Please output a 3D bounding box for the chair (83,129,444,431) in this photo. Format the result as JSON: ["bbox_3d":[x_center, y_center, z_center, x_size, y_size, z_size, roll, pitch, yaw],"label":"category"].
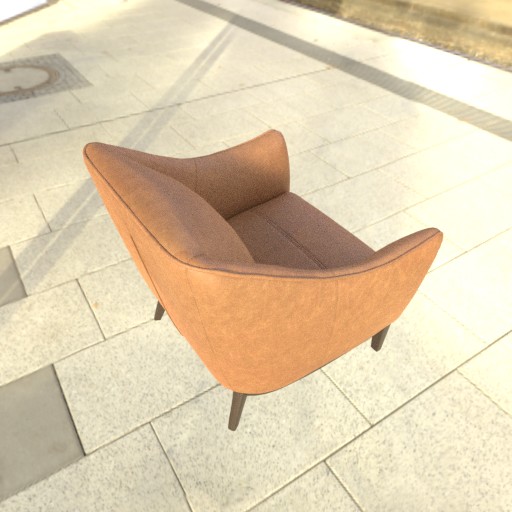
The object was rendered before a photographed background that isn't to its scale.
[{"bbox_3d":[0.000,0.000,1.547,0.852,0.830,0.871,-25,47,-25],"label":"chair"}]
